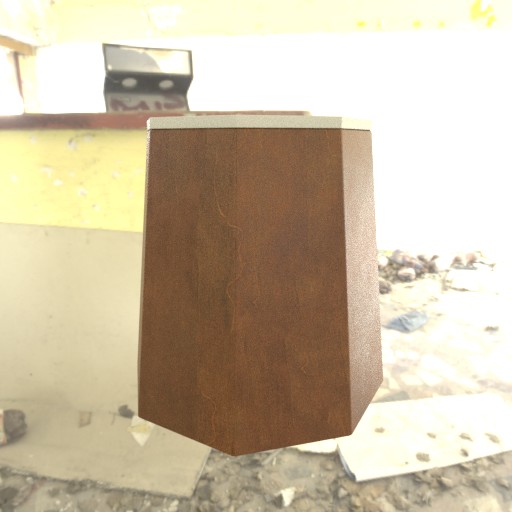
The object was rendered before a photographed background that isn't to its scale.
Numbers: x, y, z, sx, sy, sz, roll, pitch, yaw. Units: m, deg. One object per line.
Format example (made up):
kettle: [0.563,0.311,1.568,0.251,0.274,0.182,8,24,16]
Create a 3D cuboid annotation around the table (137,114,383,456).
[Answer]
table: [0.000,0.000,0.782,0.439,0.457,0.439,8,17,27]
